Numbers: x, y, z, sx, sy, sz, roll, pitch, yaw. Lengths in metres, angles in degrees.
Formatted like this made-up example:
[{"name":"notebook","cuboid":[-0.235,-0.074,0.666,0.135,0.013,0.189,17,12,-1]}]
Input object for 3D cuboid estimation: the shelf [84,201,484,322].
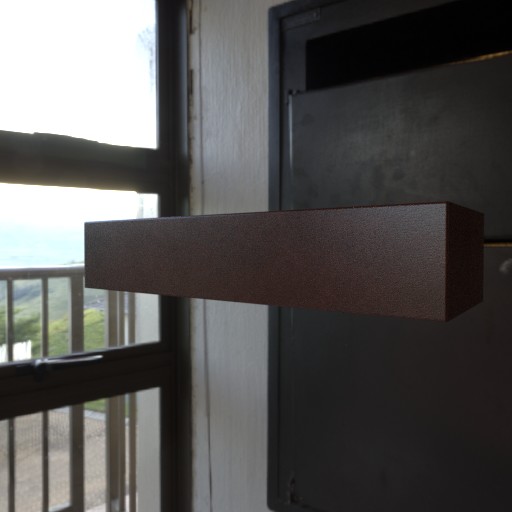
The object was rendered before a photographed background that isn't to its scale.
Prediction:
[{"name":"shelf","cuboid":[0.000,0.000,0.520,0.457,0.088,0.152,1,2,36]}]
